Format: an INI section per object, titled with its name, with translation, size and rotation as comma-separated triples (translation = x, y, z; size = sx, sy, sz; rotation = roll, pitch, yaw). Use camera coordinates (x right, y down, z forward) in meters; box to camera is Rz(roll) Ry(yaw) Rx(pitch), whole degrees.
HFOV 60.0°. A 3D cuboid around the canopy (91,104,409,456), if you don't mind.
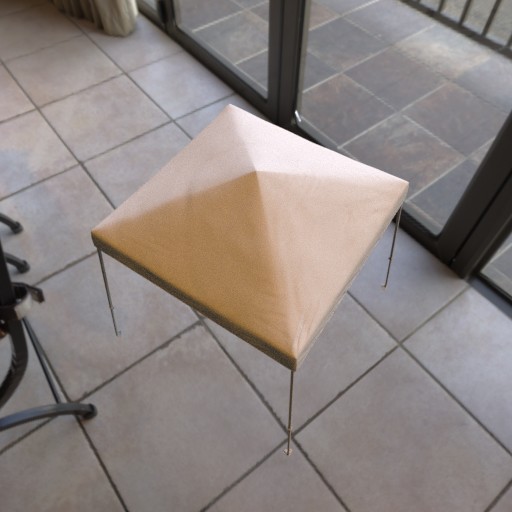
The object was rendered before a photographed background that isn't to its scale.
[canopy]
translation = 0.000, 0.000, 5.272
size = 2.848, 2.849, 2.849
rotation = 29, 61, 18
